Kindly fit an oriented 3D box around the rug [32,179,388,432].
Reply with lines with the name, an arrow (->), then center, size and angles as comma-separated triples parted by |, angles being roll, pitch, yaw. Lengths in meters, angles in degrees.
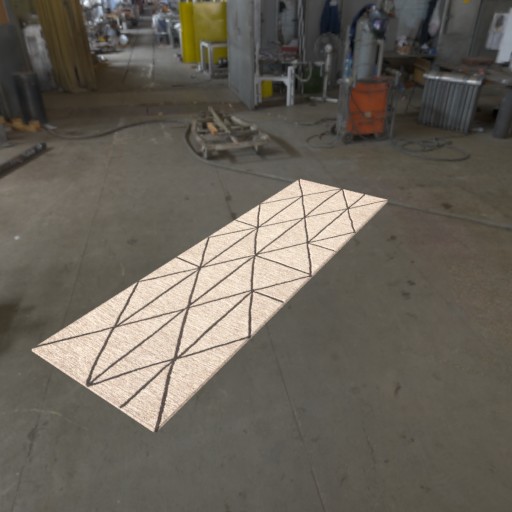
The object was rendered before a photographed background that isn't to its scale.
rug -> 0.000, 0.000, 2.646 | 0.762, 0.012, 2.438 | 19, 36, 28
